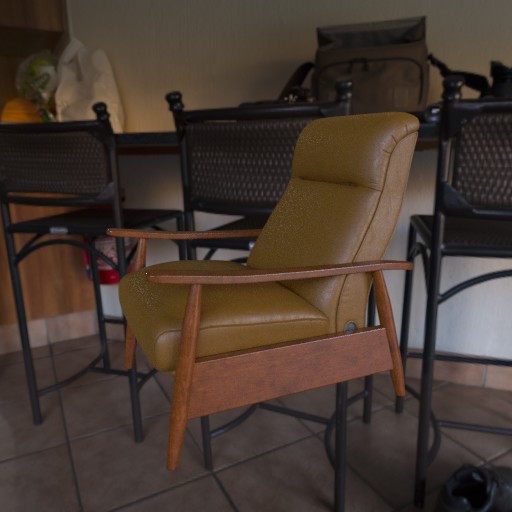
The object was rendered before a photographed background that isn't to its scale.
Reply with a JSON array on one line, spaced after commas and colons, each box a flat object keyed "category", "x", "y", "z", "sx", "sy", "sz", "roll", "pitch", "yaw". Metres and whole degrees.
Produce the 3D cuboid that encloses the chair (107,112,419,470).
[{"category": "chair", "x": 0.000, "y": 0.000, "z": 1.742, "sx": 1.014, "sy": 1.082, "sz": 0.762, "roll": -7, "pitch": 16, "yaw": -25}]
